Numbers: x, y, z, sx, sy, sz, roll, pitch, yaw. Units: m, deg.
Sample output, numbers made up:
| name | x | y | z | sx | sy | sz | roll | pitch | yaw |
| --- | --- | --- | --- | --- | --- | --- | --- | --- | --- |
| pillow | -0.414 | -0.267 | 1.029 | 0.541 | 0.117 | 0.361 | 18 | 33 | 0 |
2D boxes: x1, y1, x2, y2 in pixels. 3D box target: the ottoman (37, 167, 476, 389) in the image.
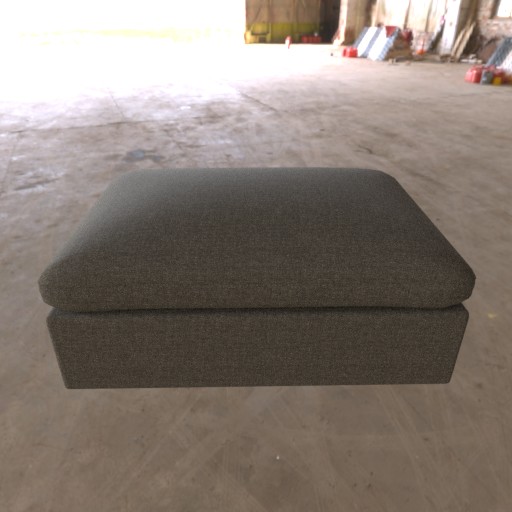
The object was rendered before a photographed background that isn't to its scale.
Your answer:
| name | x | y | z | sx | sy | sz | roll | pitch | yaw |
| --- | --- | --- | --- | --- | --- | --- | --- | --- | --- |
| ottoman | 0.000 | 0.000 | 1.386 | 1.041 | 0.483 | 0.711 | -1 | 30 | -1 |
